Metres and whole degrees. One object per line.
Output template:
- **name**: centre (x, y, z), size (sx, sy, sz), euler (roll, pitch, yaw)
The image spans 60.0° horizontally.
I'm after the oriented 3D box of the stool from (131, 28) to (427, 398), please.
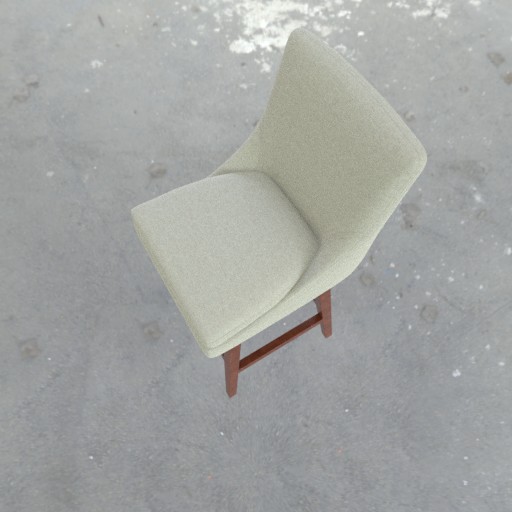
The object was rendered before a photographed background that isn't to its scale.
- **stool**: centre (0.000, 0.000, 1.345), size (0.559, 1.092, 0.470), euler (-29, 67, -13)
